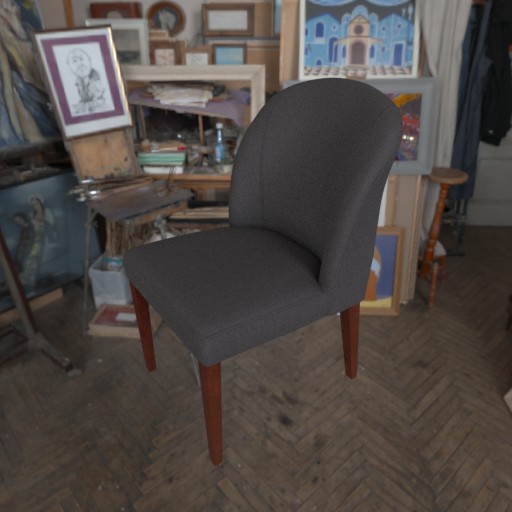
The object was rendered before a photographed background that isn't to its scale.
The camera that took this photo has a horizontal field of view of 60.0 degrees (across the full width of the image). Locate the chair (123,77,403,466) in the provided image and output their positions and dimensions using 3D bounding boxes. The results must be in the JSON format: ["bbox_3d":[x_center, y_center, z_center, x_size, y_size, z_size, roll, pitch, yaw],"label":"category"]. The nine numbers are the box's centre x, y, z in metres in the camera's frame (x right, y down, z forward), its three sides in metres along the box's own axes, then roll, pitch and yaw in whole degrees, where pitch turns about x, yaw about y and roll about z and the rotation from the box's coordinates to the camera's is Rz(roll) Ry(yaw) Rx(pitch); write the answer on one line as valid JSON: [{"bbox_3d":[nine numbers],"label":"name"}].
[{"bbox_3d":[0.000,0.000,1.240,0.619,0.879,0.506,-20,35,-30],"label":"chair"}]
